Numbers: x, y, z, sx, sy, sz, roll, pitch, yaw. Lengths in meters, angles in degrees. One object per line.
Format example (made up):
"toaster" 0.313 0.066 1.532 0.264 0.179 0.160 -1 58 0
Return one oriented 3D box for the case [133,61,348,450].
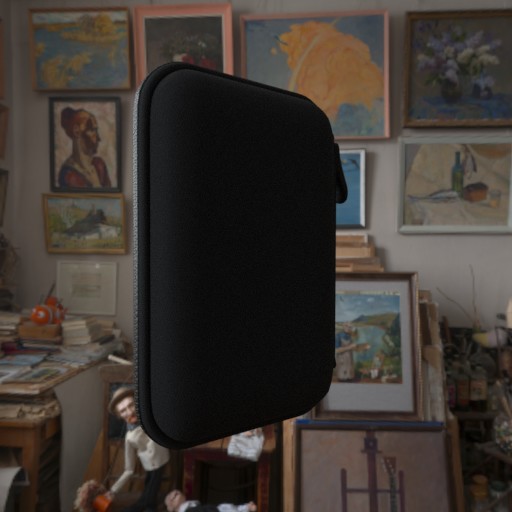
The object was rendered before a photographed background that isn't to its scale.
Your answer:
"case" 0.000 0.000 0.190 0.107 0.147 0.030 0 1 -36
